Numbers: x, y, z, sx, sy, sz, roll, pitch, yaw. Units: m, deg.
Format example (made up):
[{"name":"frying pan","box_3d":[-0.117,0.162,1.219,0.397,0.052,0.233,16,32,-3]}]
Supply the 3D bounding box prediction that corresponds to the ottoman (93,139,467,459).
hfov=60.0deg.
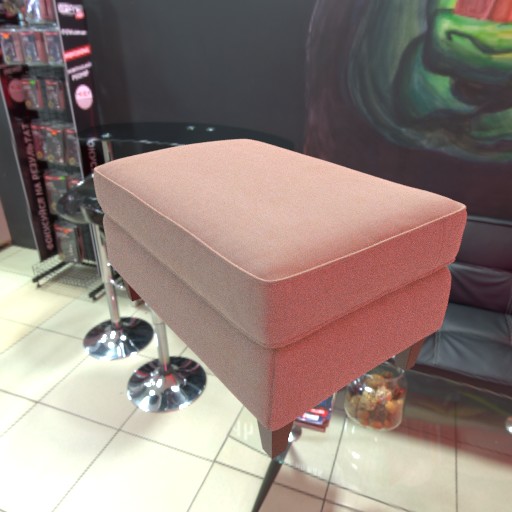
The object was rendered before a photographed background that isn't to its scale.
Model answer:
[{"name":"ottoman","box_3d":[0.000,0.000,1.211,0.583,0.484,0.862,-18,32,-32]}]
